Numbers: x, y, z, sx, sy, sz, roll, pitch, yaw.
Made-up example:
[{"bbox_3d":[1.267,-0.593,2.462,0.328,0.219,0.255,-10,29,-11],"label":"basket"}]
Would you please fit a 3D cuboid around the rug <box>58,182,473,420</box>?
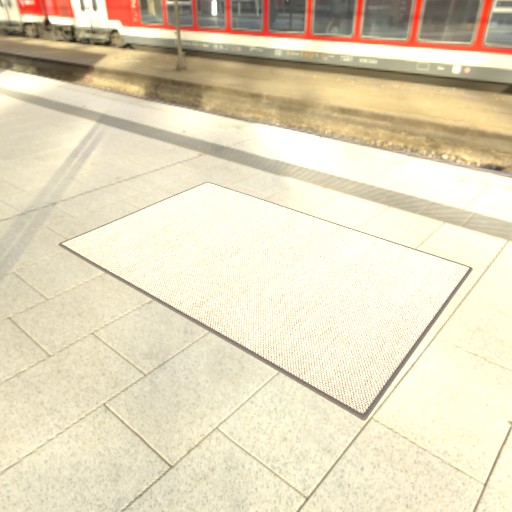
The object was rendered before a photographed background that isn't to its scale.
[{"bbox_3d":[0.000,0.000,2.104,1.676,0.013,1.067,23,38,32],"label":"rug"}]
